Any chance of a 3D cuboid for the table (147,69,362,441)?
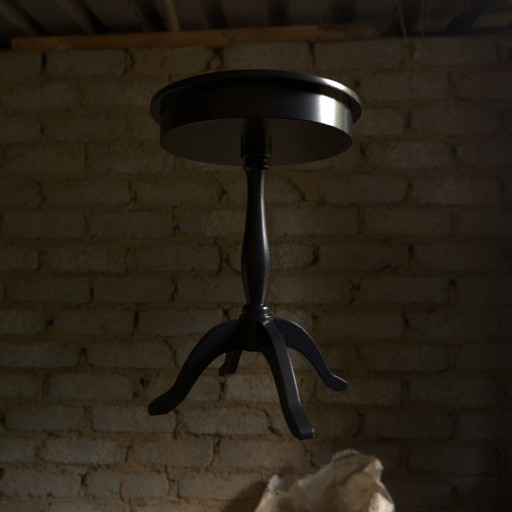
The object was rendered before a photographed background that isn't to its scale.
[{"bbox_3d":[0.000,0.000,1.024,0.481,0.665,0.481,0,0,0],"label":"table"}]
